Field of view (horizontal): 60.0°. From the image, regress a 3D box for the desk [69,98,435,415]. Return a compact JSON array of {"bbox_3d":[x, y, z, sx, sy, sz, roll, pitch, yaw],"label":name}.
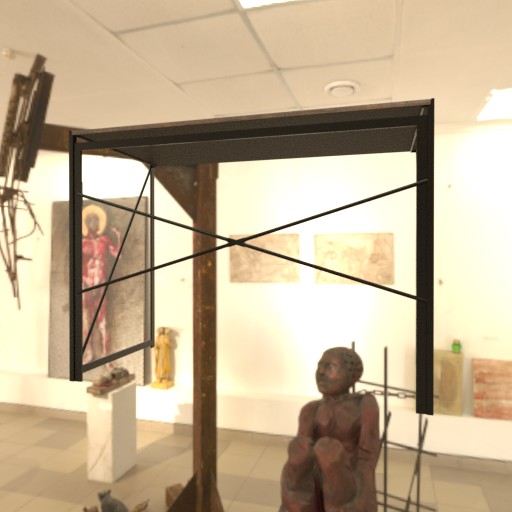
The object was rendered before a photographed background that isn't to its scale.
[{"bbox_3d":[0.000,0.000,1.425,1.015,0.747,0.505,0,0,16],"label":"desk"}]
